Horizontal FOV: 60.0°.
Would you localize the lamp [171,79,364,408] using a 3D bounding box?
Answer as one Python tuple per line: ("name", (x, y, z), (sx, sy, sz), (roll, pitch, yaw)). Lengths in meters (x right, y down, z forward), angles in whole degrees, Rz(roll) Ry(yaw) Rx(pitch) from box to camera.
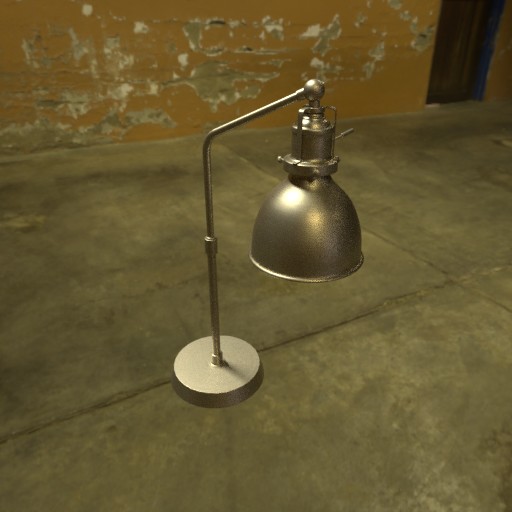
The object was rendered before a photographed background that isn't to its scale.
("lamp", (0.000, 0.000, 0.606), (0.286, 0.456, 0.153), (9, 29, 16))
